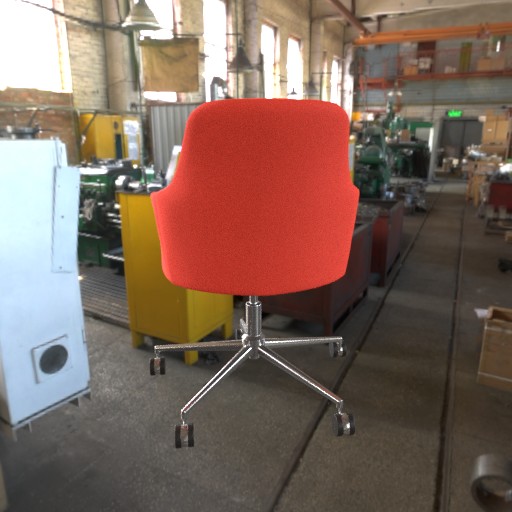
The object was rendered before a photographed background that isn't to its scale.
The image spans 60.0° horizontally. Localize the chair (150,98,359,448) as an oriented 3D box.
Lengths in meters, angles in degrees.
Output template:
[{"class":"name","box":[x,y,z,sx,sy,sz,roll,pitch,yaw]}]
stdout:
[{"class":"chair","box":[0.000,0.000,1.270,0.655,0.820,0.600,-2,16,-8]}]
